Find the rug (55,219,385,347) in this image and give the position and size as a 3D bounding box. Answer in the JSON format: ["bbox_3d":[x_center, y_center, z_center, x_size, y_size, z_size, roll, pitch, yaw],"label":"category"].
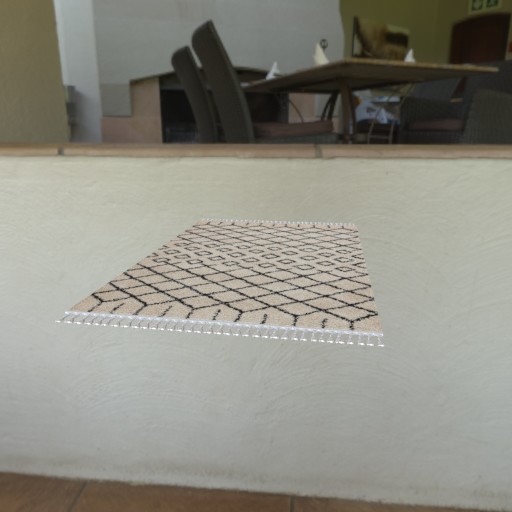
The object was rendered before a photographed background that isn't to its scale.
[{"bbox_3d":[0.000,0.000,2.493,1.196,0.008,2.006,3,16,9],"label":"rug"}]
